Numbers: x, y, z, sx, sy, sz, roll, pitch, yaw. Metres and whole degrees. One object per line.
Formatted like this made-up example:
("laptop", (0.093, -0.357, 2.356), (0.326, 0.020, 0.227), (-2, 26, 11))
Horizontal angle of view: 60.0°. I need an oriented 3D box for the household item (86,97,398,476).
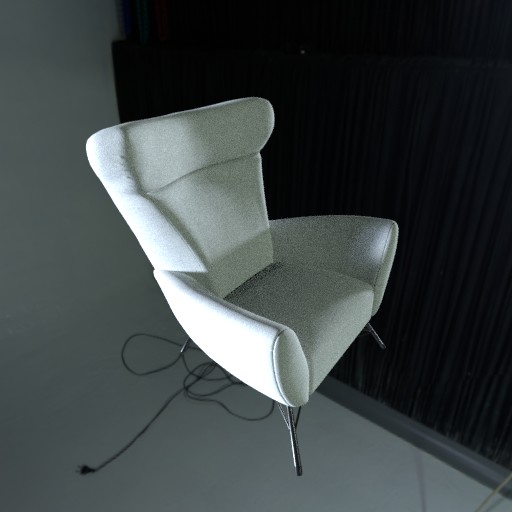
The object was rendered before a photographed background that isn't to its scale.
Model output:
("household item", (0.000, 0.000, 1.739), (0.900, 1.050, 0.980), (18, 33, 30))
